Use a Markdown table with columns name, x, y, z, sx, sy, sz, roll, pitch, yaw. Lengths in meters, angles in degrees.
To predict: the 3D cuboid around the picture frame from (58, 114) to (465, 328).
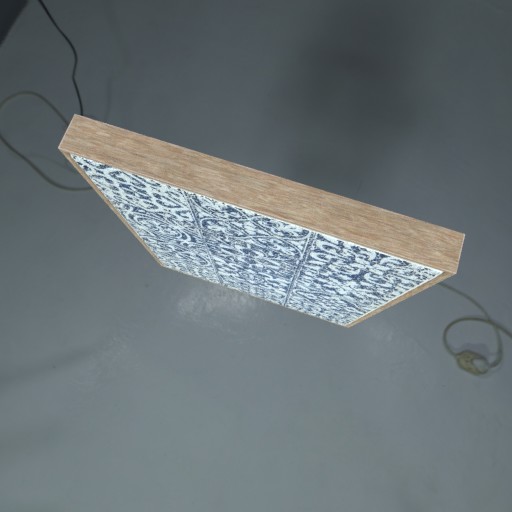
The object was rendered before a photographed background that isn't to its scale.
| name | x | y | z | sx | sy | sz | roll | pitch | yaw |
| --- | --- | --- | --- | --- | --- | --- | --- | --- | --- |
| picture frame | 0.000 | 0.000 | 0.707 | 0.424 | 0.526 | 0.043 | 18 | 76 | 5 |
